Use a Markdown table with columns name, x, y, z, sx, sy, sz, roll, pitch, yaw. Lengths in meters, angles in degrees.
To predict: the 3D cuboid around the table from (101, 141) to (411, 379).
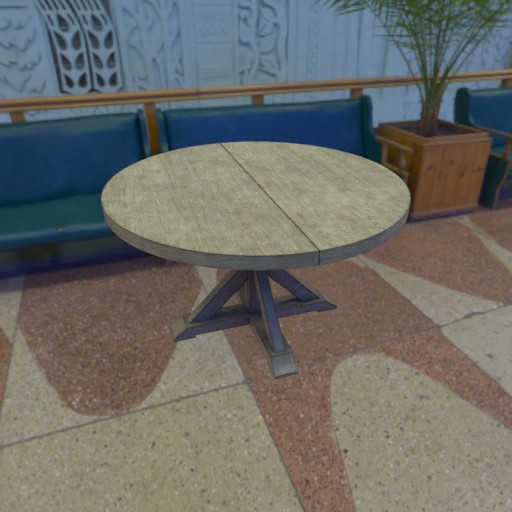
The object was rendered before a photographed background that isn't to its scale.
| name | x | y | z | sx | sy | sz | roll | pitch | yaw |
| --- | --- | --- | --- | --- | --- | --- | --- | --- | --- |
| table | 0.000 | 0.000 | 2.226 | 1.363 | 0.781 | 1.363 | 0 | 30 | 0 |
